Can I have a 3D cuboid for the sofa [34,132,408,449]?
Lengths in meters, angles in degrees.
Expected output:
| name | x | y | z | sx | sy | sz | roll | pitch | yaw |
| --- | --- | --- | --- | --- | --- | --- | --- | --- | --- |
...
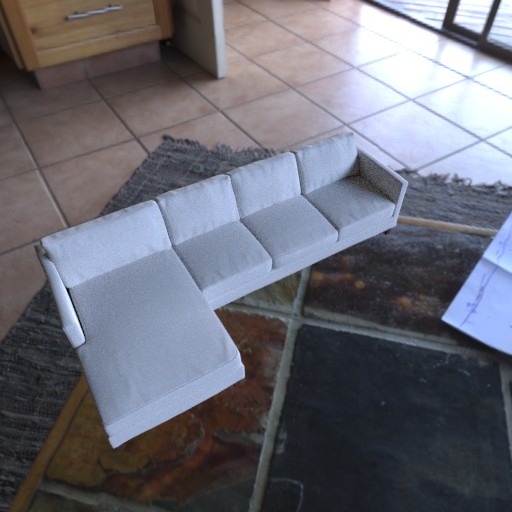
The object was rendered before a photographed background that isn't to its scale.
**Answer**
| name | x | y | z | sx | sy | sz | roll | pitch | yaw |
| --- | --- | --- | --- | --- | --- | --- | --- | --- | --- |
| sofa | 0.000 | 0.000 | 3.786 | 3.186 | 0.861 | 1.625 | -23 | 51 | -21 |
